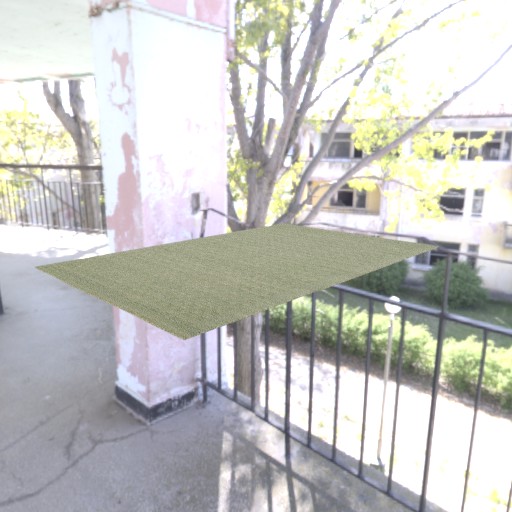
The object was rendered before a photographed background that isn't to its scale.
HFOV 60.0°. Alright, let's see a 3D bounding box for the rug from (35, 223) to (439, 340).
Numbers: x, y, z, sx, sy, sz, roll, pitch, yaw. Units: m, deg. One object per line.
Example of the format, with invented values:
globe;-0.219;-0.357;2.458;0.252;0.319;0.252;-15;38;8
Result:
rug;0.000;0.000;2.249;1.143;0.006;1.747;13;18;43
